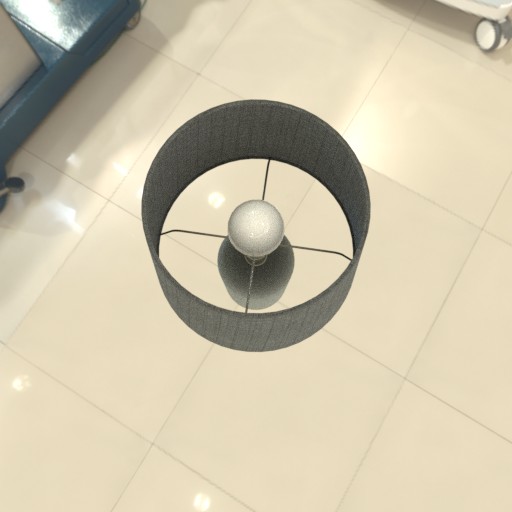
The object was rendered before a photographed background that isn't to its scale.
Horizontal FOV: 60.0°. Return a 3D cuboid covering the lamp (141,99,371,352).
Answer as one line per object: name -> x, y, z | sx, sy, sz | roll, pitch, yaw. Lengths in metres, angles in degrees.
lamp -> 0.000, 0.000, 0.592 | 0.251, 0.429, 0.251 | 0, 78, 0
